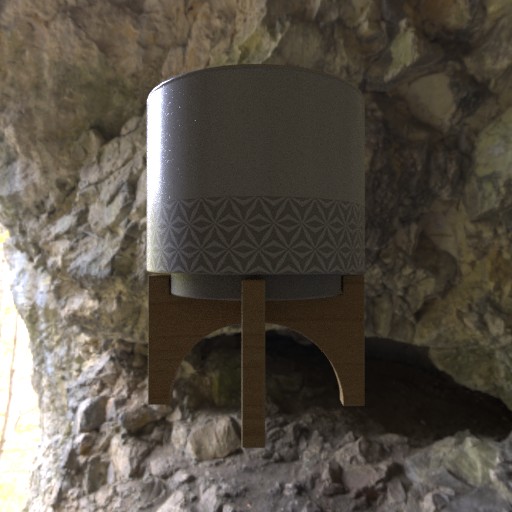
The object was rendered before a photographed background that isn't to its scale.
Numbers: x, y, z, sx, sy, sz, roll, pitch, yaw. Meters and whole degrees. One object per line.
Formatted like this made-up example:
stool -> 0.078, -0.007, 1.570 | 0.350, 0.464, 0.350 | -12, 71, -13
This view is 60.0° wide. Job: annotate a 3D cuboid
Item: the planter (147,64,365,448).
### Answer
planter -> 0.000, 0.000, 0.393 | 0.188, 0.260, 0.188 | 0, 0, 0
